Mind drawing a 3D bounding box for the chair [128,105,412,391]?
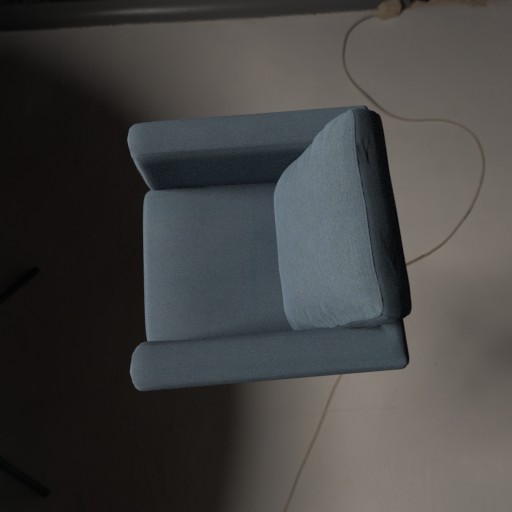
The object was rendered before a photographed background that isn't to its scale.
[{"bbox_3d":[0.000,0.000,1.570,0.820,0.922,0.855,-5,76,-1],"label":"chair"}]
